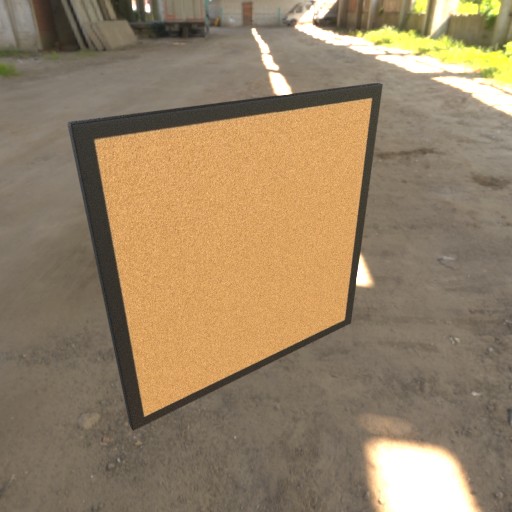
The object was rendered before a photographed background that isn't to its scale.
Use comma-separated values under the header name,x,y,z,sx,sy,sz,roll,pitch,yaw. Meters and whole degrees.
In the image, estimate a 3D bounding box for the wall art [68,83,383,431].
name,x,y,z,sx,sy,sz,roll,pitch,yaw
wall art,0.000,0.000,0.971,0.663,0.659,0.016,-19,35,-30
